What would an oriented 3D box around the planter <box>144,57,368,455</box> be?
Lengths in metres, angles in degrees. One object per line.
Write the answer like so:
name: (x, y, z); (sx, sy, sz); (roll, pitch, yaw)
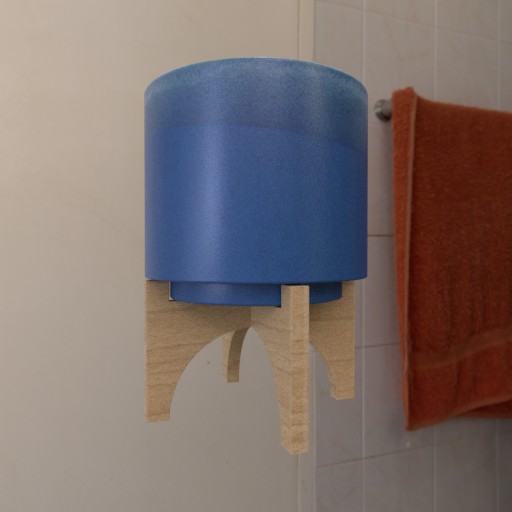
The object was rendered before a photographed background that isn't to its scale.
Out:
planter: (0.000, 0.000, 0.536); (0.261, 0.367, 0.261); (0, 1, 0)
